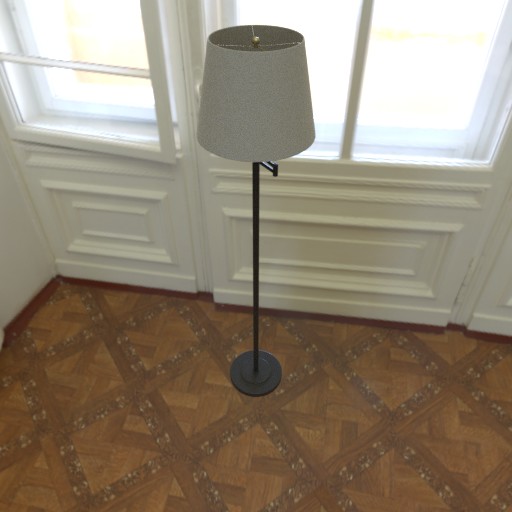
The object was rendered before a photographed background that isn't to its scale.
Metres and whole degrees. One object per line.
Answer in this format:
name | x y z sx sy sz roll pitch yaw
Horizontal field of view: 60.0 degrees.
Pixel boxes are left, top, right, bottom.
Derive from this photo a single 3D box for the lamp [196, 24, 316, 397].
lamp | 0.000 0.000 1.610 0.348 1.473 0.348 -25 47 -26
